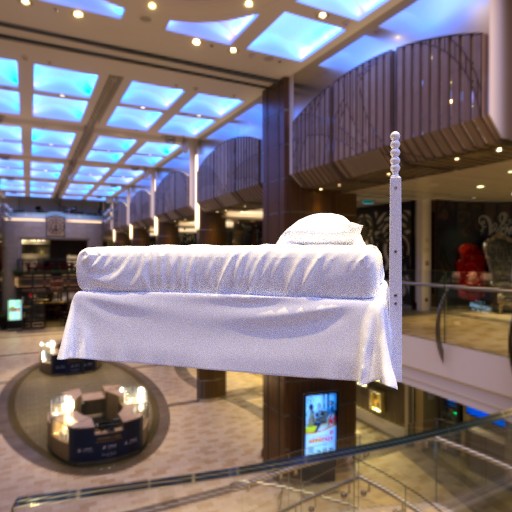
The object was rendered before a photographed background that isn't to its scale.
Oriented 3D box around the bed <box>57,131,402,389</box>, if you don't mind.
[{"bbox_3d":[0.000,0.000,3.603,2.219,1.355,2.322,0,0,17],"label":"bed"}]
